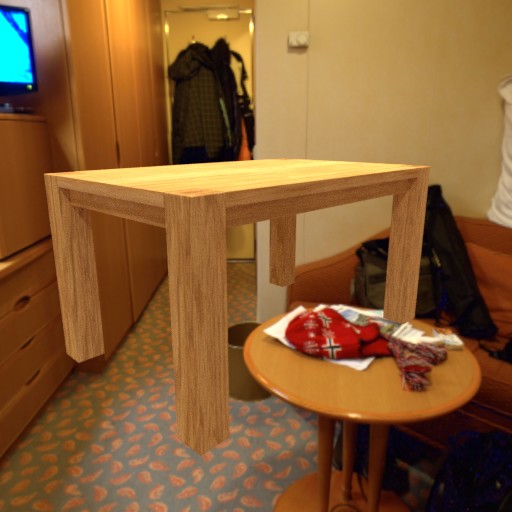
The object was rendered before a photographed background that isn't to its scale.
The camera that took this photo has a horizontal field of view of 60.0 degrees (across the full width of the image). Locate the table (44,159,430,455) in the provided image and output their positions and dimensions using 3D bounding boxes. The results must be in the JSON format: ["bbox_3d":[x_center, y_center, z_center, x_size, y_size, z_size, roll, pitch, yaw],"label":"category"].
[{"bbox_3d":[0.000,0.000,1.977,0.900,0.760,1.400,15,21,42],"label":"table"}]
